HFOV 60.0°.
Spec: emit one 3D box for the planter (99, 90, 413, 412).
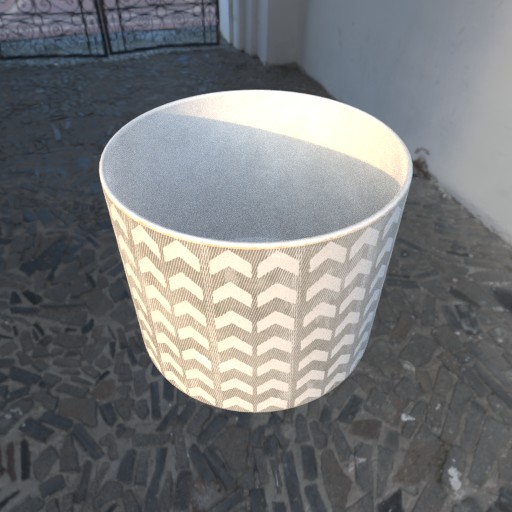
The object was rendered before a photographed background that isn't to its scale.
[{"bbox_3d":[0.000,0.000,0.337,0.190,0.181,0.190,0,42,0],"label":"planter"}]
